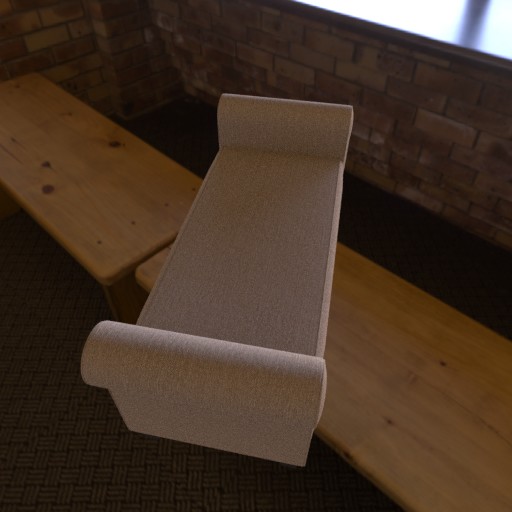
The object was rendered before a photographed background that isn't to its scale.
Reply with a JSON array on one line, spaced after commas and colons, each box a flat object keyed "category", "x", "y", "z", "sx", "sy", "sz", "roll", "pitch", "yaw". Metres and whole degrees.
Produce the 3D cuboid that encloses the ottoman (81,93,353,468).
[{"category": "ottoman", "x": 0.000, "y": 0.000, "z": 1.486, "sx": 0.521, "sy": 0.547, "sz": 1.256, "roll": 8, "pitch": 46, "yaw": 8}]
